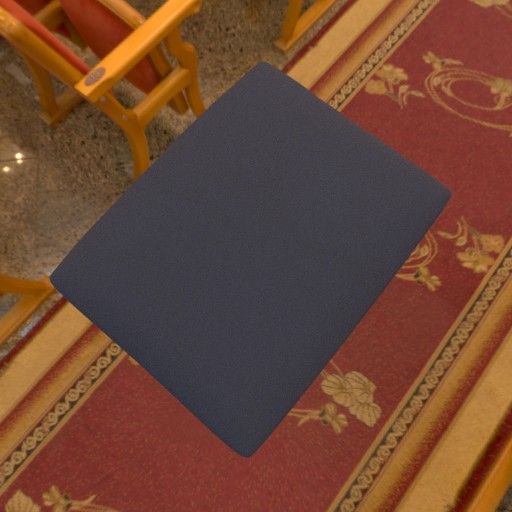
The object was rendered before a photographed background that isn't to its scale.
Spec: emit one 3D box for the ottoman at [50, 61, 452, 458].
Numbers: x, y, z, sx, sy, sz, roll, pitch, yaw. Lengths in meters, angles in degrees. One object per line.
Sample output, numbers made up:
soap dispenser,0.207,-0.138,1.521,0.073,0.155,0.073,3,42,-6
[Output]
ottoman,0.000,0.000,1.147,0.584,0.513,0.741,39,78,10
